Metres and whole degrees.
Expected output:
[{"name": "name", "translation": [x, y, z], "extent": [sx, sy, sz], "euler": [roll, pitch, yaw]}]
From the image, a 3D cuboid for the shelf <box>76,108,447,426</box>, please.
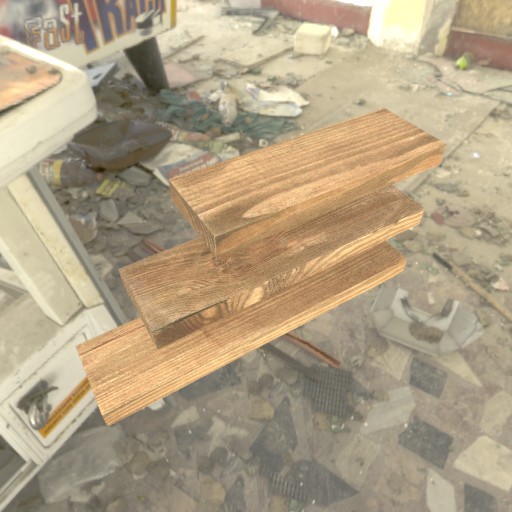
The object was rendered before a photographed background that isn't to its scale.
[{"name": "shelf", "translation": [0.000, 0.000, 0.720], "extent": [0.610, 0.293, 0.140], "euler": [-23, 50, -22]}]
